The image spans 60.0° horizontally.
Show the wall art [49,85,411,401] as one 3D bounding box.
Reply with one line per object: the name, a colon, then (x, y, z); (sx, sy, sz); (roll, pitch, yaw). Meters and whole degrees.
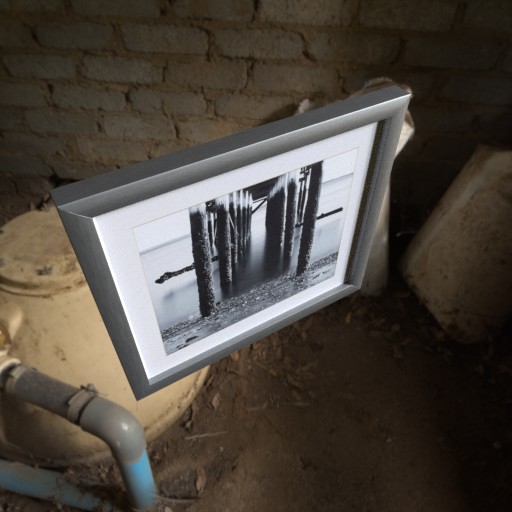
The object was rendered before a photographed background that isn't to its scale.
wall art: (0.000, 0.000, 0.542); (0.380, 0.330, 0.028); (-23, 50, -21)
